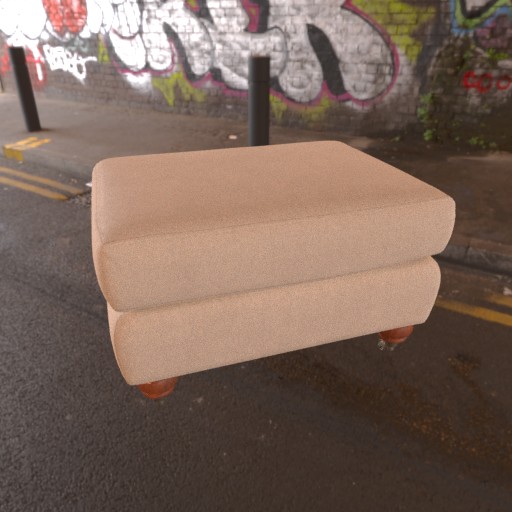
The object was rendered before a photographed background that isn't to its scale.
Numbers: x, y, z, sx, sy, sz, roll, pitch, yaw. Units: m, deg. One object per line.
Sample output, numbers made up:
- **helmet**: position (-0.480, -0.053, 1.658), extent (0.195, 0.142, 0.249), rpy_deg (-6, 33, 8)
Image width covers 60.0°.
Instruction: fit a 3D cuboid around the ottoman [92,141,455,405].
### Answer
- **ottoman**: position (0.000, 0.000, 1.169), extent (0.773, 0.499, 0.569), rpy_deg (-9, 29, -16)
